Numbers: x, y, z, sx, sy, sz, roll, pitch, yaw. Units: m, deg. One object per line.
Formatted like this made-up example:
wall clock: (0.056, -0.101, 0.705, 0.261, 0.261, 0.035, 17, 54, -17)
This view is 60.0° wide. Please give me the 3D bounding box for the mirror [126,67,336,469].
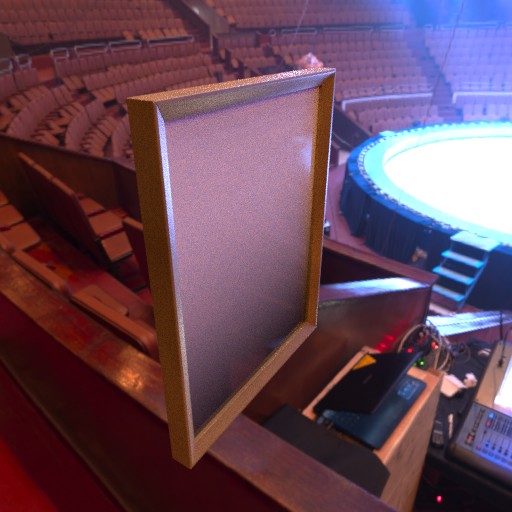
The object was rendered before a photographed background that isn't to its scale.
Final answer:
mirror: (0.000, 0.000, 0.683, 0.041, 0.509, 0.406, 17, 32, 29)
